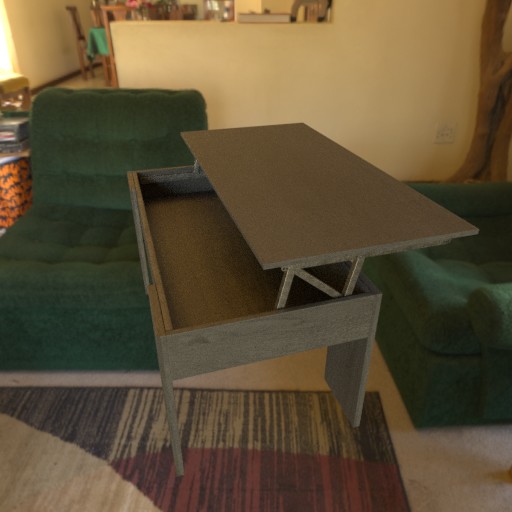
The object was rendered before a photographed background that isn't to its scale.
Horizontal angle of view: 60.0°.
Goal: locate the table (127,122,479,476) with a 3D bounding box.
[{"bbox_3d":[0.000,0.000,1.432,0.711,0.570,1.000,-9,31,-15],"label":"table"}]
